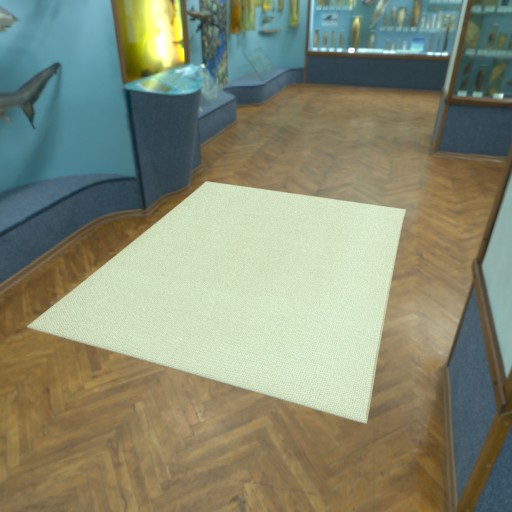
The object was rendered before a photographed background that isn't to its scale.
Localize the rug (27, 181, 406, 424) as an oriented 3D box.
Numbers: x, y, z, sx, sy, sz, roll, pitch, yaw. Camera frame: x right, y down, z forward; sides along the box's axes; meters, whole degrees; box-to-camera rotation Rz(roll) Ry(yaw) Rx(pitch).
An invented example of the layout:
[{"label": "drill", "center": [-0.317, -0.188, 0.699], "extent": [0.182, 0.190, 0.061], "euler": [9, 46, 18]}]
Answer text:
[{"label": "rug", "center": [0.000, 0.000, 4.082], "extent": [2.462, 0.018, 3.039], "euler": [11, 33, 17]}]
